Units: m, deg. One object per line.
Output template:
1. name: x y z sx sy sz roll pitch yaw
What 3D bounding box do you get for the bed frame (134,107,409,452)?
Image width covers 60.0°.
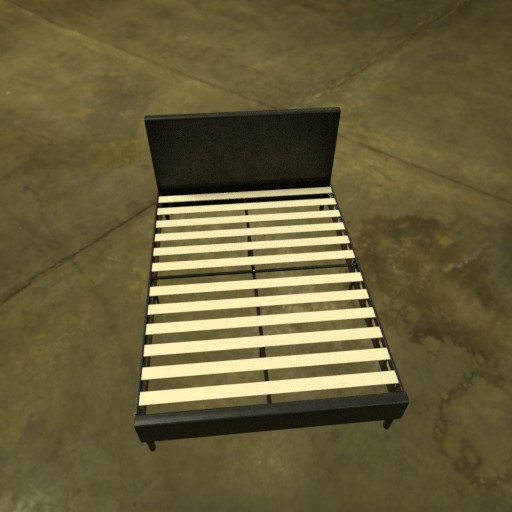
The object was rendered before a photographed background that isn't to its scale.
1. bed frame: 0.000 0.000 3.295 1.634 1.127 2.318 -4 46 -4
